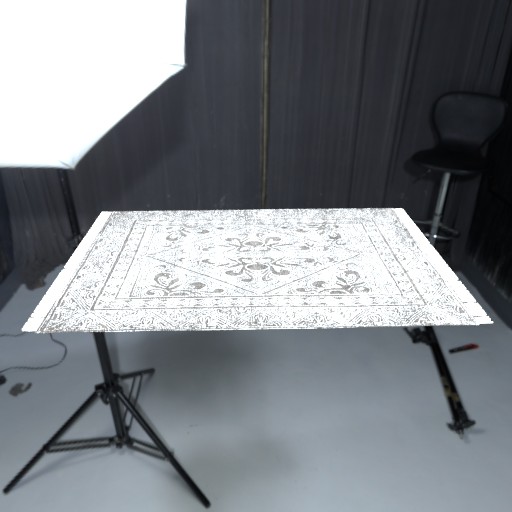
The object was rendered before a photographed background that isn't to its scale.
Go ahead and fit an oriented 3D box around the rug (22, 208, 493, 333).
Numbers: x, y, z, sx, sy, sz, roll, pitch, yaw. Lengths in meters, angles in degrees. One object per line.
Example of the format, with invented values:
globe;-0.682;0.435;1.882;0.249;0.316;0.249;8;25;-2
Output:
rug;0.000;0.000;2.940;2.440;0.010;1.529;-1;29;-1
